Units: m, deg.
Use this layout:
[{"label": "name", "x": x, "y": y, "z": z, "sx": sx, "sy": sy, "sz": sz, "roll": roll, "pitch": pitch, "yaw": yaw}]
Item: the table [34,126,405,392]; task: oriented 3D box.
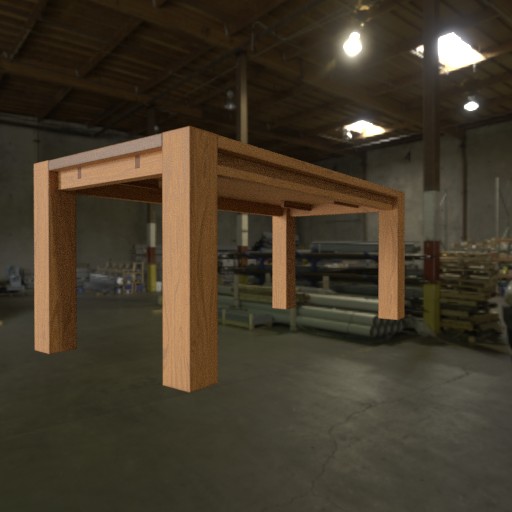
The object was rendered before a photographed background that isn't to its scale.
[{"label": "table", "x": 0.000, "y": 0.000, "z": 2.247, "sx": 0.900, "sy": 0.760, "sz": 1.800, "roll": 0, "pitch": 1, "yaw": 37}]
